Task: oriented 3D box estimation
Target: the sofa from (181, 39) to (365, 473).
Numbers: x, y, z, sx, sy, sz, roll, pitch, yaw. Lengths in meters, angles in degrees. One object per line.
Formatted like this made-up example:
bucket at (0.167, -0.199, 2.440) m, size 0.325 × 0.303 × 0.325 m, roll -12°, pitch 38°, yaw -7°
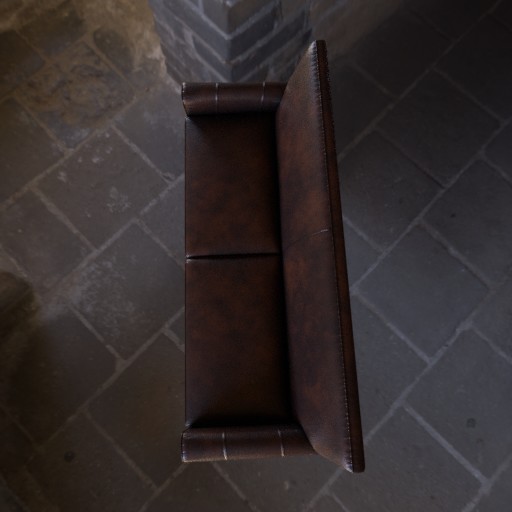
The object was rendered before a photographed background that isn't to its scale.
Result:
sofa at (0.000, 0.000, 2.386) m, size 0.786 × 0.871 × 1.995 m, roll -2°, pitch 76°, yaw -1°
